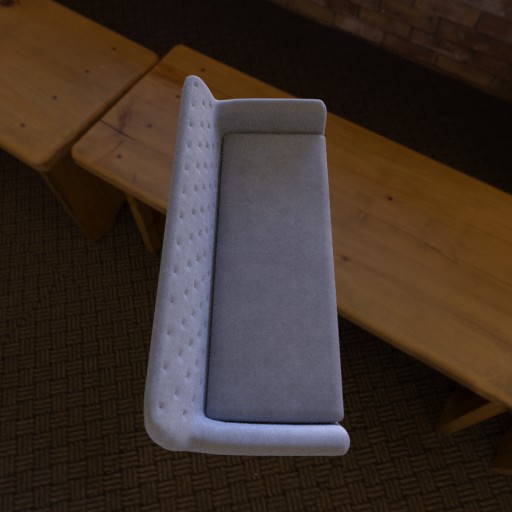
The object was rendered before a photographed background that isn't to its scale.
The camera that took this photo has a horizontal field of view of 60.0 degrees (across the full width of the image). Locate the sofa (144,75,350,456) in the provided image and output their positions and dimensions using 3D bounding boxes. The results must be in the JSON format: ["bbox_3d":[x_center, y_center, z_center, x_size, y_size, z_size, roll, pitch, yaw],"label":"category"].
[{"bbox_3d":[0.000,0.000,2.388,0.830,0.830,1.970,1,64,0],"label":"sofa"}]
